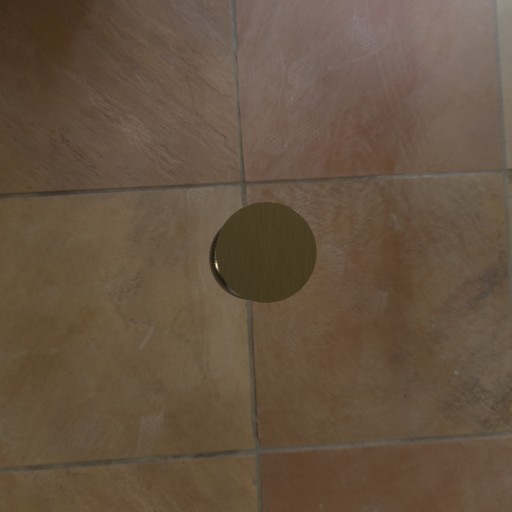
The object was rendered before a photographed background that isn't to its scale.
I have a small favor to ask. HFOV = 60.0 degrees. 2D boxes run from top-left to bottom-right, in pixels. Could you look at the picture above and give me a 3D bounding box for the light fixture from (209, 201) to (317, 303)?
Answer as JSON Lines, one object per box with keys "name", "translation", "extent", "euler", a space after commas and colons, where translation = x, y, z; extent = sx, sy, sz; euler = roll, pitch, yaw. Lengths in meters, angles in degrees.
{"name": "light fixture", "translation": [0.000, 0.000, 1.090], "extent": [0.299, 0.935, 0.299], "euler": [0, 89, -2]}
